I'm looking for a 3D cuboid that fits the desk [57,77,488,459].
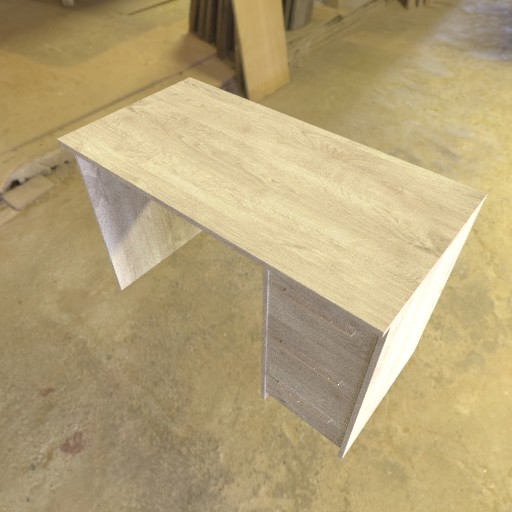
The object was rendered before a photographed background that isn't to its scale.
[{"bbox_3d":[0.000,0.000,1.504,1.097,0.735,0.560,31,53,26],"label":"desk"}]
